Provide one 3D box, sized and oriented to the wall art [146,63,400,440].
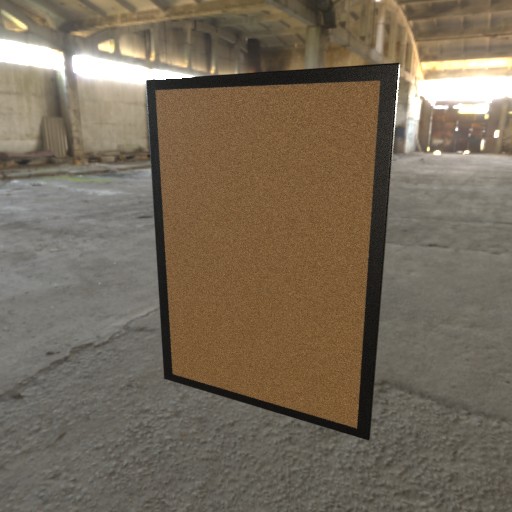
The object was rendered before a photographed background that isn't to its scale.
[{"bbox_3d":[0.000,0.000,1.256,0.707,0.967,0.013,8,17,26],"label":"wall art"}]
